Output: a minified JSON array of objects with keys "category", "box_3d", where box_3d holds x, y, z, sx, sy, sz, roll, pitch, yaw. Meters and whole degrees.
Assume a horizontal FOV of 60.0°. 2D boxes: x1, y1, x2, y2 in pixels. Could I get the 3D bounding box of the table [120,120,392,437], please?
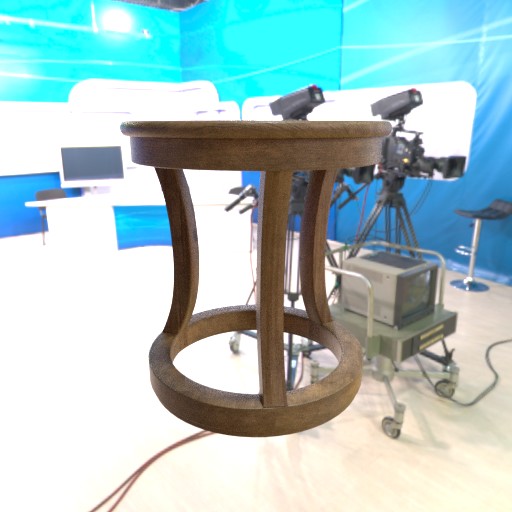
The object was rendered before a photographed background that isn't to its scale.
[{"category":"table","box_3d":[0.000,0.000,0.793,0.432,0.460,0.432,0,16,0]}]
